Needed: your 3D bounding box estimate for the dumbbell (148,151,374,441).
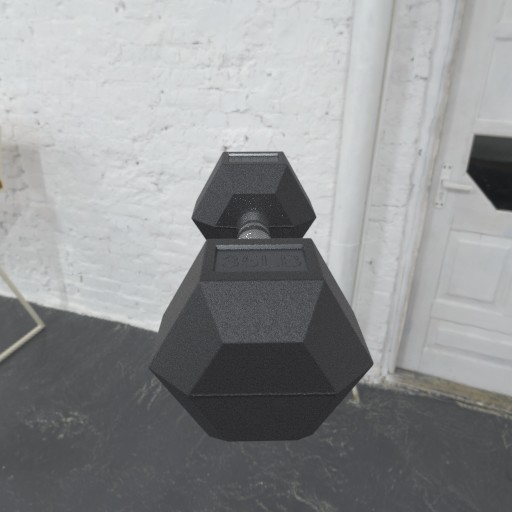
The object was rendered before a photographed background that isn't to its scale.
[{"bbox_3d":[0.000,0.000,0.413,0.141,0.123,0.356,-1,27,-1],"label":"dumbbell"}]
